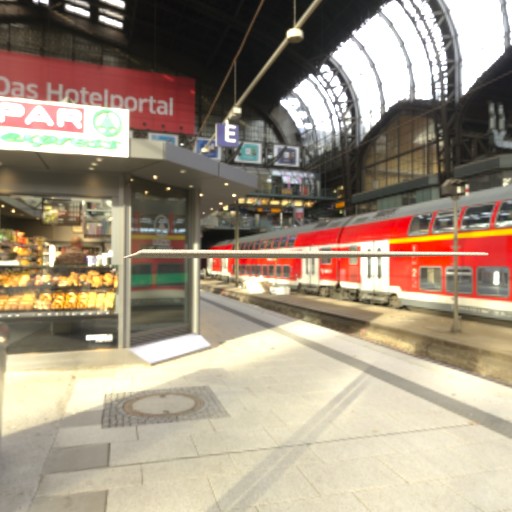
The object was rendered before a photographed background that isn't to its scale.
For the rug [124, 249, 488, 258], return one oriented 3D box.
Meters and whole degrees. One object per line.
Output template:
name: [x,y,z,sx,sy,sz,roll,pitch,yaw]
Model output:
rug: [0.000,0.000,2.906,1.608,0.014,2.213,0,-1,-18]
